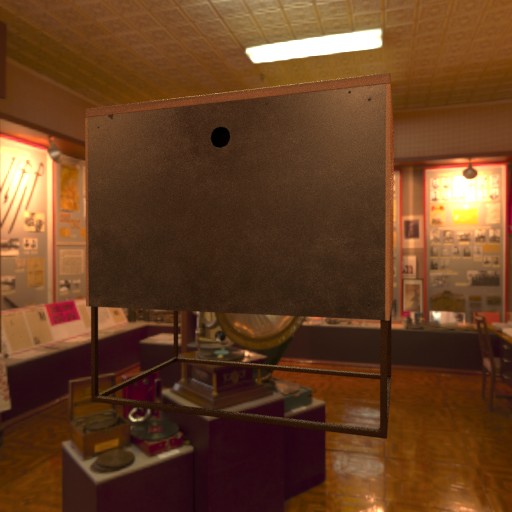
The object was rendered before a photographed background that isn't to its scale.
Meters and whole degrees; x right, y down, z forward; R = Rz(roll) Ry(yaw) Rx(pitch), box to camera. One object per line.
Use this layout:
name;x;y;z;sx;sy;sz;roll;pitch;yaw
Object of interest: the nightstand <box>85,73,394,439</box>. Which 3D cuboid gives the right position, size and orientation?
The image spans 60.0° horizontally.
nightstand;0.000;0.000;1.029;0.605;0.611;0.427;0;1;18
